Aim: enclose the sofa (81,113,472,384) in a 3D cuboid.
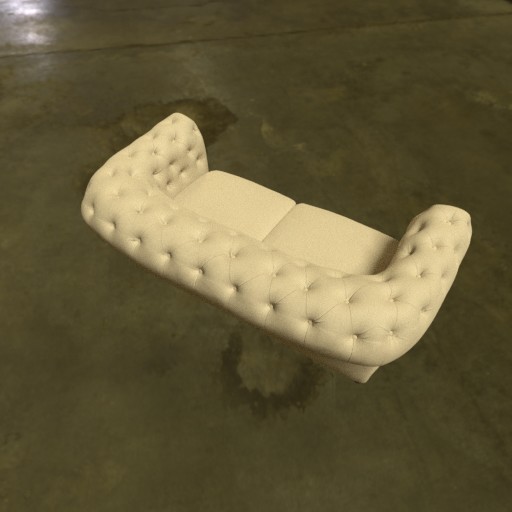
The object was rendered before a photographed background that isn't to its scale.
[{"bbox_3d":[0.000,0.000,2.525,1.988,0.835,1.069,24,51,22],"label":"sofa"}]
